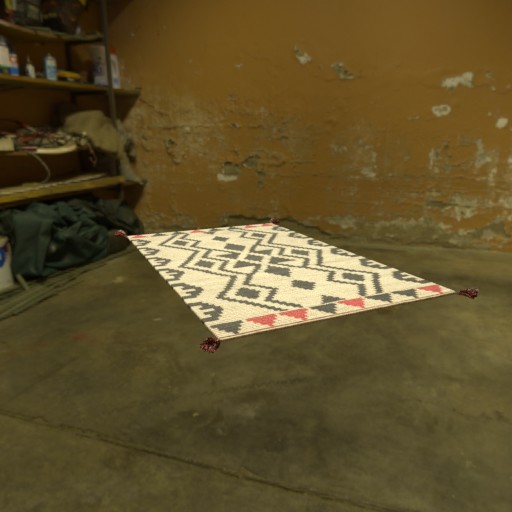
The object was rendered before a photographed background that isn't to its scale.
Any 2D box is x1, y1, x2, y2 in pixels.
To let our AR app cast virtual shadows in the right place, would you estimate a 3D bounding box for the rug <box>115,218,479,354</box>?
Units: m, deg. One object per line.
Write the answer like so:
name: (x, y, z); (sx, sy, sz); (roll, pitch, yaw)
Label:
rug: (0.000, 0.000, 3.408); (1.741, 0.066, 2.672); (-7, 17, -24)
